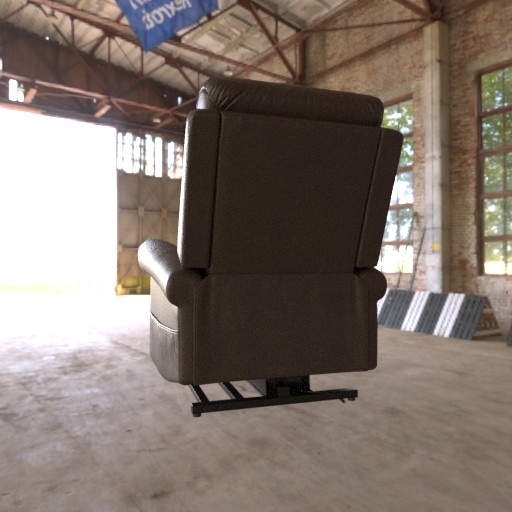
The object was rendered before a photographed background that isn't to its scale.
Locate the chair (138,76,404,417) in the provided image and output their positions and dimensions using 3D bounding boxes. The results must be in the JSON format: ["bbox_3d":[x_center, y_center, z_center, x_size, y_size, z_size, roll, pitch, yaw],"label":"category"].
[{"bbox_3d":[0.000,0.000,1.742,0.869,1.028,0.978,0,-1,-17],"label":"chair"}]
